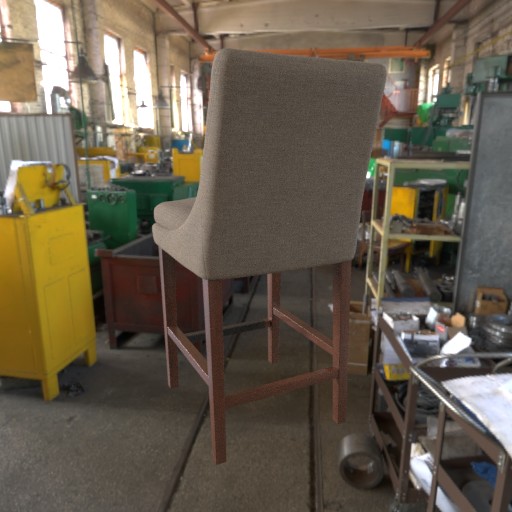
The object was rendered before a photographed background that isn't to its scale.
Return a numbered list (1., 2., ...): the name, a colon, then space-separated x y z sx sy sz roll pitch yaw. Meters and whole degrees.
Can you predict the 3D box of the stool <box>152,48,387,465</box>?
1. stool: 0.000 0.000 1.270 0.470 0.981 0.577 -7 16 -26
